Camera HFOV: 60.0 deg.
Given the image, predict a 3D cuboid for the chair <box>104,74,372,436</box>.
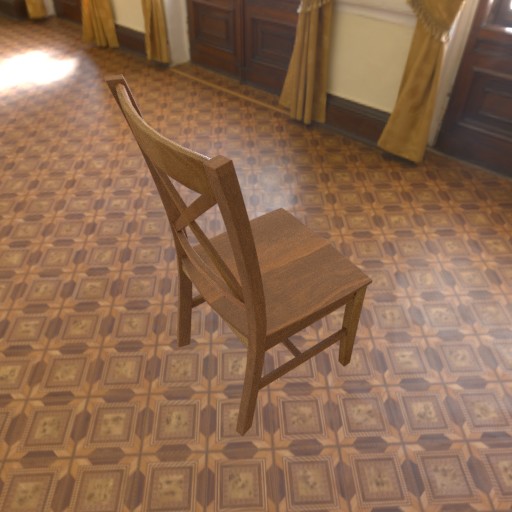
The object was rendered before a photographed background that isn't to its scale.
[{"bbox_3d":[0.000,0.000,1.282,0.542,0.983,0.485,-25,48,-25],"label":"chair"}]
